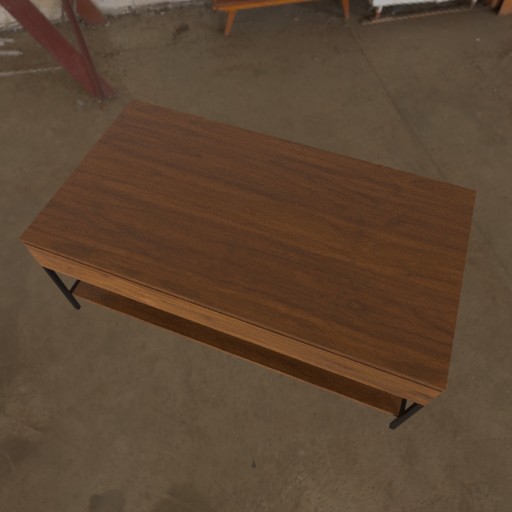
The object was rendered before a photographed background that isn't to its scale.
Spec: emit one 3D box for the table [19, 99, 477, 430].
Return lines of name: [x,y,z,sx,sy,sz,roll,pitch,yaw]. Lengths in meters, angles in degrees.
table: [0.000,0.000,1.330,1.057,0.414,0.574,18,59,11]
